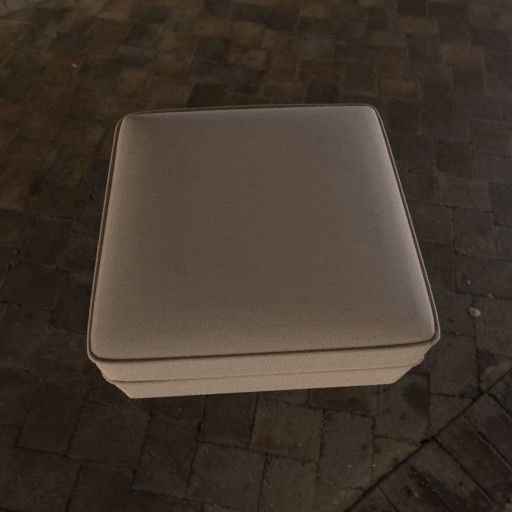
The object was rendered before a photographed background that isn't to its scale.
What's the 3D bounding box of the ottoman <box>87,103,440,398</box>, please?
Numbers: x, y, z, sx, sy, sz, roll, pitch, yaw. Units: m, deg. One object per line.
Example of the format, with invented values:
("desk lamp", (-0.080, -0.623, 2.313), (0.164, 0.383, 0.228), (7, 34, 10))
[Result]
("ottoman", (0.000, 0.000, 1.035), (0.616, 0.438, 0.613), (-3, 59, -2))
